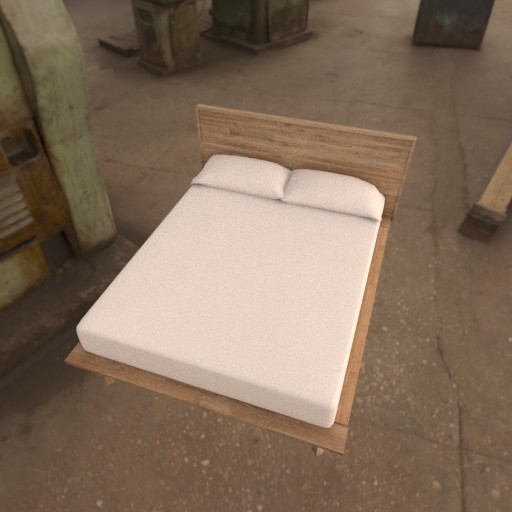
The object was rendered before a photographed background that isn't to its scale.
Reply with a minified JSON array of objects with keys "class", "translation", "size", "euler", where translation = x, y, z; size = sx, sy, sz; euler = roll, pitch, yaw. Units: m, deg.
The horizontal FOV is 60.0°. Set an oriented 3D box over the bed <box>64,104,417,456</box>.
[{"class":"bed","translation":[0.000,0.000,3.082],"size":[1.759,1.071,2.145],"euler":[13,44,14]}]
